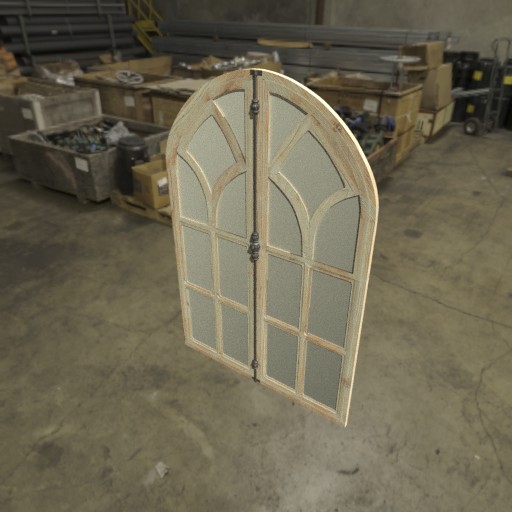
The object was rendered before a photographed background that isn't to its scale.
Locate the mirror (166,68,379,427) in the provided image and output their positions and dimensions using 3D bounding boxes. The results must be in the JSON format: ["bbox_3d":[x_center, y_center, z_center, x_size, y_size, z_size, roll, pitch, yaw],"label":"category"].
[{"bbox_3d":[0.000,0.000,1.171,0.609,0.915,0.032,19,35,30],"label":"mirror"}]
